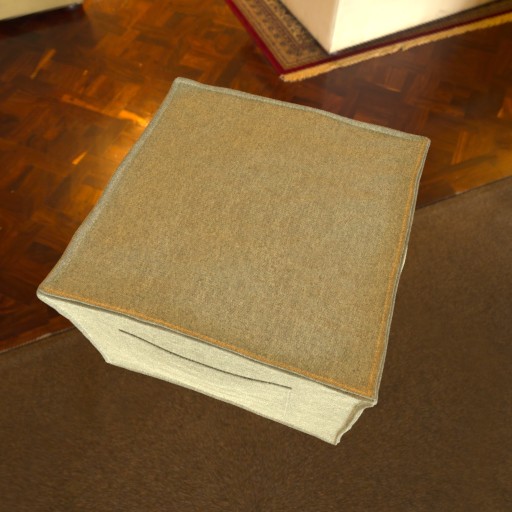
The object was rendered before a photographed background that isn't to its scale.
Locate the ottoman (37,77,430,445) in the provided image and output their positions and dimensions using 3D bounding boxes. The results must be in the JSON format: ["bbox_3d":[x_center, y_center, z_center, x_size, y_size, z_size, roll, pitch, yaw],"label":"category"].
[{"bbox_3d":[0.000,0.000,1.145,0.707,0.470,0.696,16,61,9],"label":"ottoman"}]
